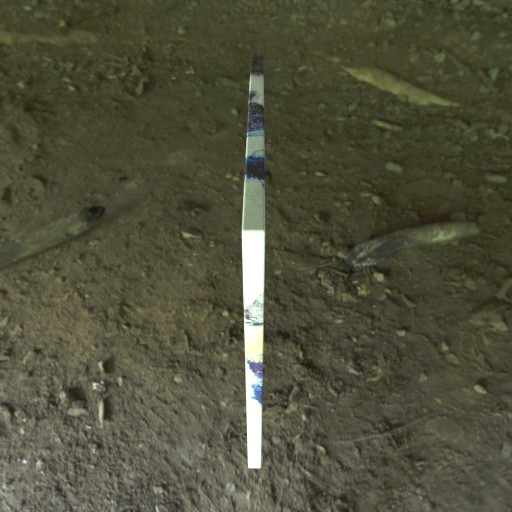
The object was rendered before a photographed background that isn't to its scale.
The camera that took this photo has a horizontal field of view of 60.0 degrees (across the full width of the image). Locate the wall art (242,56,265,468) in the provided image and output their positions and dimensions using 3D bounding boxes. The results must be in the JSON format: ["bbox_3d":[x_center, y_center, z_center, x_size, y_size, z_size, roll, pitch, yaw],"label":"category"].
[{"bbox_3d":[0.000,0.000,1.344,0.038,0.885,0.887,0,41,0],"label":"wall art"}]
